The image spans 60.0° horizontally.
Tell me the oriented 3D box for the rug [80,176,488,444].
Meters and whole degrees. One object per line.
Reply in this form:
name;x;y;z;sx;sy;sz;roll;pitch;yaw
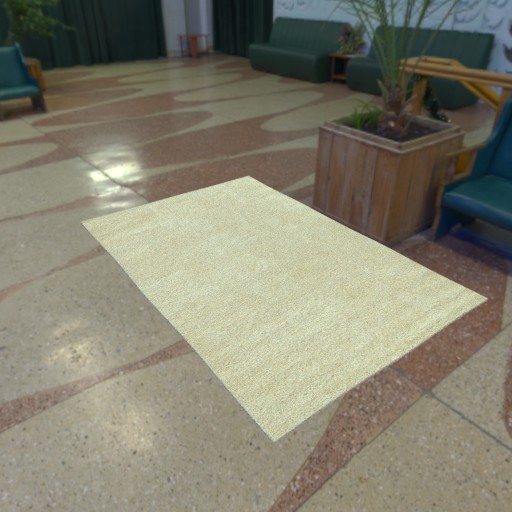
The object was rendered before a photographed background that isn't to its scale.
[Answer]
rug;0.000;0.000;3.387;1.800;0.025;2.699;-21;38;-30
